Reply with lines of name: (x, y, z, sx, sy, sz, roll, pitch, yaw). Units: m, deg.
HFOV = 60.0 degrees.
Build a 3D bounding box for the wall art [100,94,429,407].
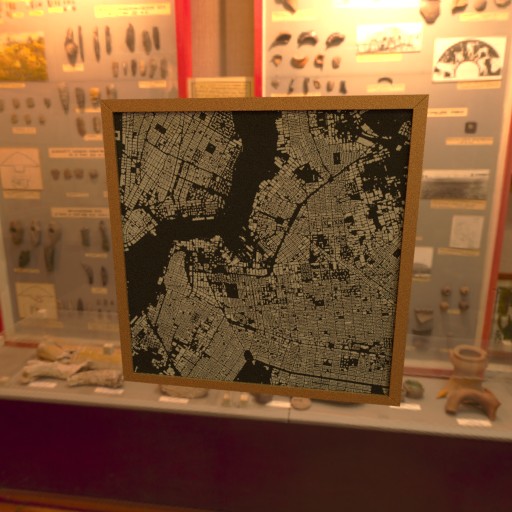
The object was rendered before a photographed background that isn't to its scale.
wall art: (0.000, 0.000, 2.856, 1.926, 1.926, 0.099, 2, 15, 9)
